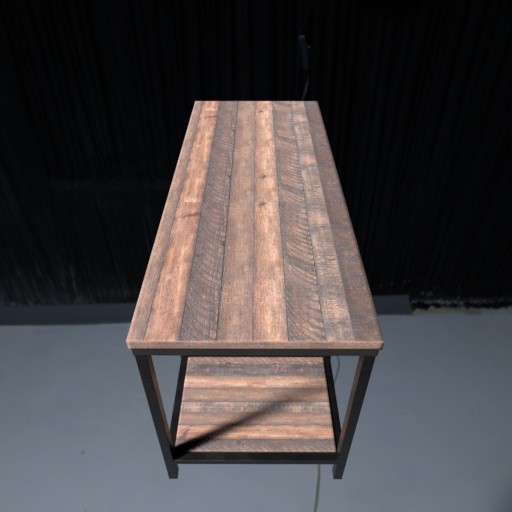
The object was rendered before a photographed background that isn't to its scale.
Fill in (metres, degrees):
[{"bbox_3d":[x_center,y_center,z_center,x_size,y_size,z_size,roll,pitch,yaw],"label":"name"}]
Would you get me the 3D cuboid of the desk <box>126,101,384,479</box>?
[{"bbox_3d":[0.000,0.000,1.890,0.617,0.753,1.538,0,40,0],"label":"desk"}]
